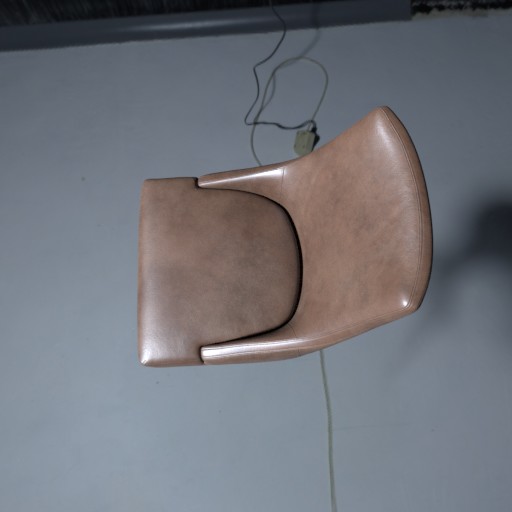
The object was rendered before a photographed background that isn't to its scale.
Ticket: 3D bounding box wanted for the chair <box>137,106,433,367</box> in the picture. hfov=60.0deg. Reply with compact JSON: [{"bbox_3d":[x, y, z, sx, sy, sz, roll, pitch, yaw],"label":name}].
[{"bbox_3d":[0.000,0.000,1.510,0.861,0.909,0.701,-3,75,-1],"label":"chair"}]
